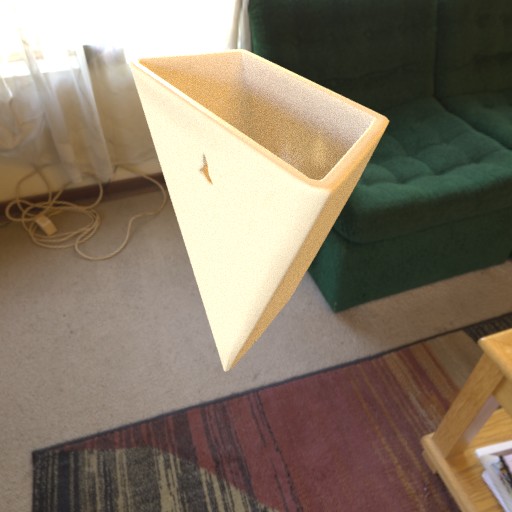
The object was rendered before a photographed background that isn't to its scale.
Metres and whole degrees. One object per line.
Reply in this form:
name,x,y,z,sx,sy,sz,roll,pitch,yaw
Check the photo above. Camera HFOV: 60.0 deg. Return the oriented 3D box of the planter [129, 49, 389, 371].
planter,0.000,0.000,0.264,0.060,0.197,0.150,-26,49,-26
